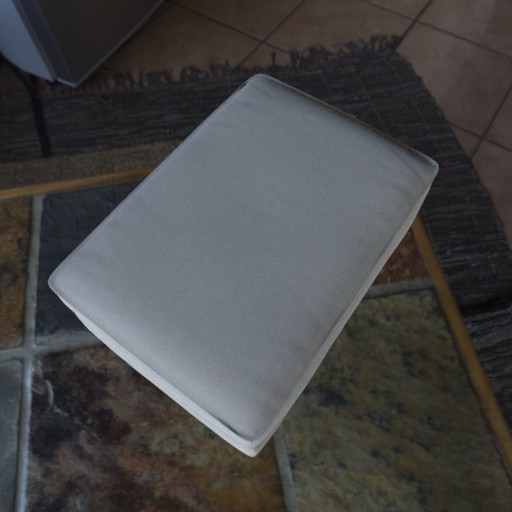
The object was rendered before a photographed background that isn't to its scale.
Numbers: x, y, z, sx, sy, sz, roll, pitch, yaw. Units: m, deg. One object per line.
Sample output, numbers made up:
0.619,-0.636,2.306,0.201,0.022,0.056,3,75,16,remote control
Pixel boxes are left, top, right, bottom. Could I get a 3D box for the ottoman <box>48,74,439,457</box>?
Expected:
0.000,0.000,1.227,0.611,0.482,0.848,33,68,15,ottoman
